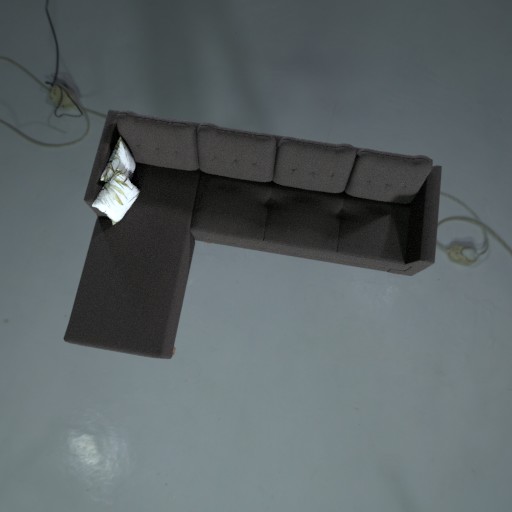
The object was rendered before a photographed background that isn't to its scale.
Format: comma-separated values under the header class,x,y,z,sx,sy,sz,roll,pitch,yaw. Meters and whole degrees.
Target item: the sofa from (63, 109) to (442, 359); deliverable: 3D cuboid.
class,x,y,z,sx,sy,sz,roll,pitch,yaw
sofa,0.000,0.000,3.539,2.679,0.932,1.829,9,76,2
